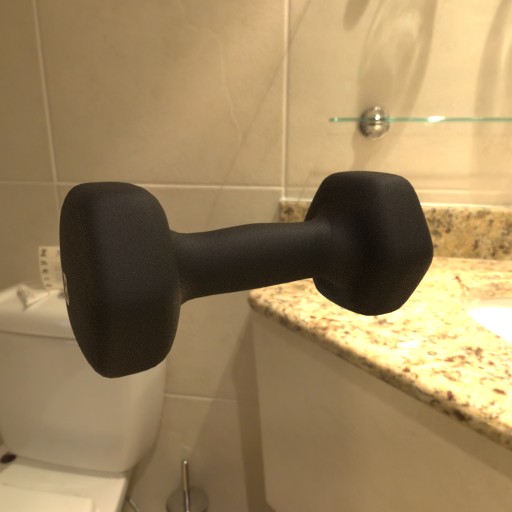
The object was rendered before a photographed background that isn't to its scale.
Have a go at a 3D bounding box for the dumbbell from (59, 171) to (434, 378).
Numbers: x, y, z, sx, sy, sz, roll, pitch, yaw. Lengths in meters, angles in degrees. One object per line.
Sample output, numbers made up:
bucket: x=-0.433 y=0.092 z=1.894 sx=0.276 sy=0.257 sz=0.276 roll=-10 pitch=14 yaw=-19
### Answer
dumbbell: x=0.000 y=0.000 z=0.287 sx=0.231 sy=0.101 sz=0.112 roll=-8 pitch=17 yaw=-26
